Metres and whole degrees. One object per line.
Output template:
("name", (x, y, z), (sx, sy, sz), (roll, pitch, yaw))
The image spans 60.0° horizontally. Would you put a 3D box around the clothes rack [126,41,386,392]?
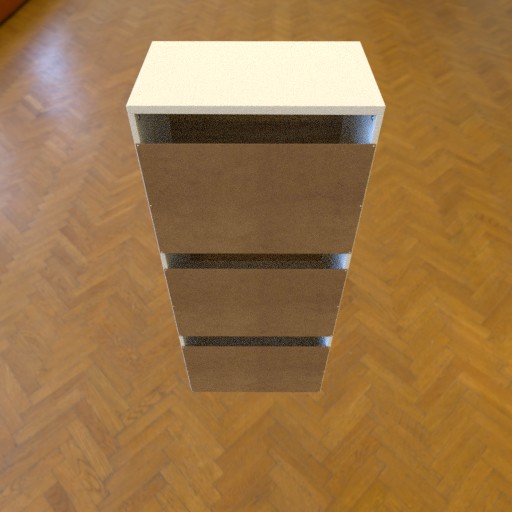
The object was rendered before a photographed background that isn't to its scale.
("clothes rack", (0.000, 0.000, 1.395), (0.500, 1.187, 0.331), (0, 47, 0))
